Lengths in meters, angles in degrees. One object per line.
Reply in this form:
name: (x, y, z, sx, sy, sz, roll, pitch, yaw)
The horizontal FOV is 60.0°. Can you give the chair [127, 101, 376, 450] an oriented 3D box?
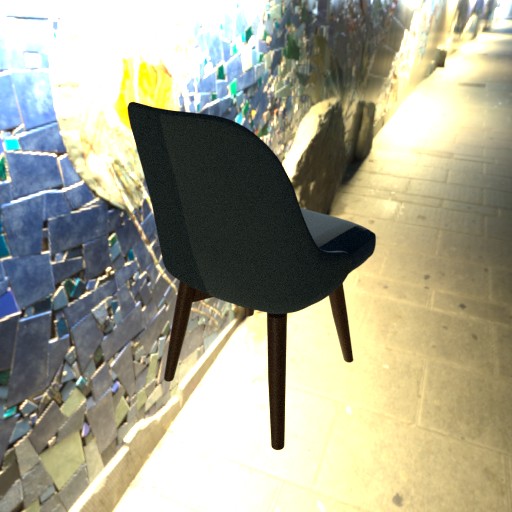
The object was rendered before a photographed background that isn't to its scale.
chair: (0.000, 0.000, 1.233, 0.503, 0.882, 0.589, 20, 35, 31)
